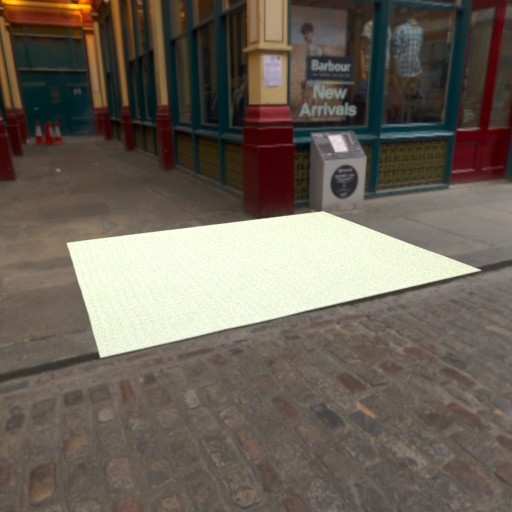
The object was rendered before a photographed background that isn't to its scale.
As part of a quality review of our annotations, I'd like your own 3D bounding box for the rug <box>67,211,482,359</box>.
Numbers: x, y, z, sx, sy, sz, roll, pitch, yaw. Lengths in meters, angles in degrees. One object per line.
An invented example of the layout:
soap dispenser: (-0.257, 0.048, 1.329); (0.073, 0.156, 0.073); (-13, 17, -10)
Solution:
rug: (0.000, 0.000, 4.247); (3.204, 0.016, 2.452); (-9, 21, -24)
